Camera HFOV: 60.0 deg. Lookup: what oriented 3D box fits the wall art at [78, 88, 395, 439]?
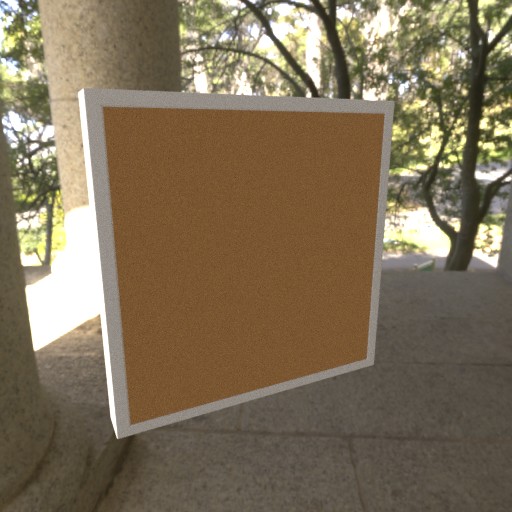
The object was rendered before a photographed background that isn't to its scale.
[{"bbox_3d":[0.000,0.000,0.451,0.305,0.305,0.037,-8,17,-26],"label":"wall art"}]
